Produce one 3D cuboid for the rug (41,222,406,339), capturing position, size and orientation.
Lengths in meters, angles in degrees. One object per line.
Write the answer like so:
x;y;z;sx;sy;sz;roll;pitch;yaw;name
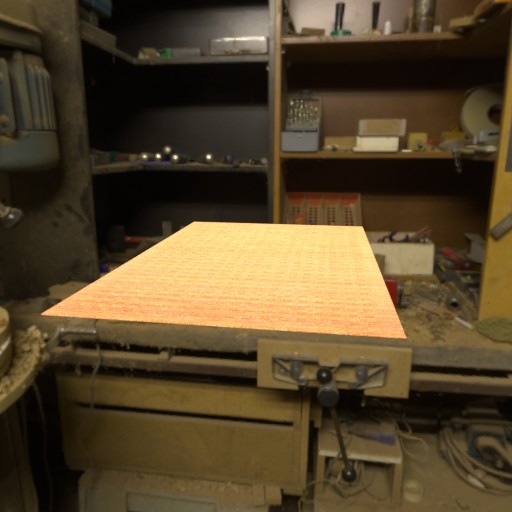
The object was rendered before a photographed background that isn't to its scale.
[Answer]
0.000;0.000;2.900;1.524;0.006;2.285;2;15;9;rug
